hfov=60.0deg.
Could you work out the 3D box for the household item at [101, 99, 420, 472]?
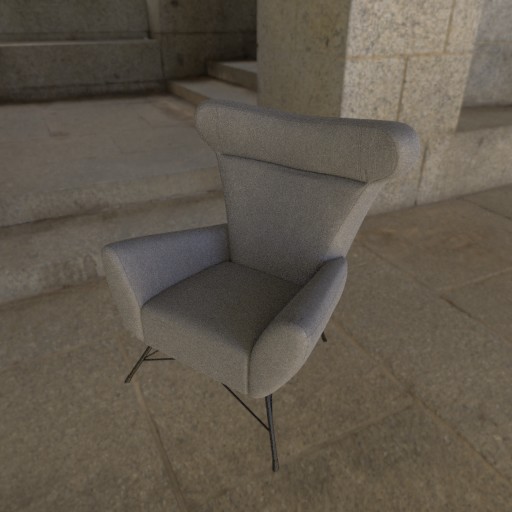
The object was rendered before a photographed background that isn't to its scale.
[{"bbox_3d":[0.000,0.000,1.775,0.980,1.050,0.900,18,34,29],"label":"household item"}]
